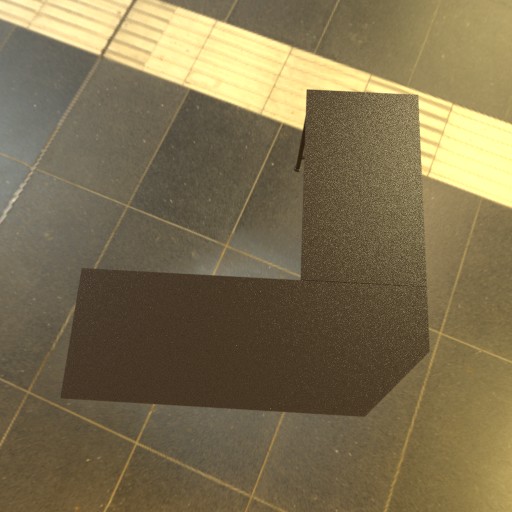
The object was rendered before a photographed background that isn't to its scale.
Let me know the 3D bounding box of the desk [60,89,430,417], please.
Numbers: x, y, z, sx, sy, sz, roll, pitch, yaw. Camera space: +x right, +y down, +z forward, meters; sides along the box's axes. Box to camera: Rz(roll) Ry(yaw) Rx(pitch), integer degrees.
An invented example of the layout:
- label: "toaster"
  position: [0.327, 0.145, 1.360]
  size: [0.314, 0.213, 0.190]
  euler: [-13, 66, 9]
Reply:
- label: "desk"
  position: [0.000, 0.000, 2.173]
  size: [1.379, 0.739, 1.379]
  euler: [3, 75, 1]
